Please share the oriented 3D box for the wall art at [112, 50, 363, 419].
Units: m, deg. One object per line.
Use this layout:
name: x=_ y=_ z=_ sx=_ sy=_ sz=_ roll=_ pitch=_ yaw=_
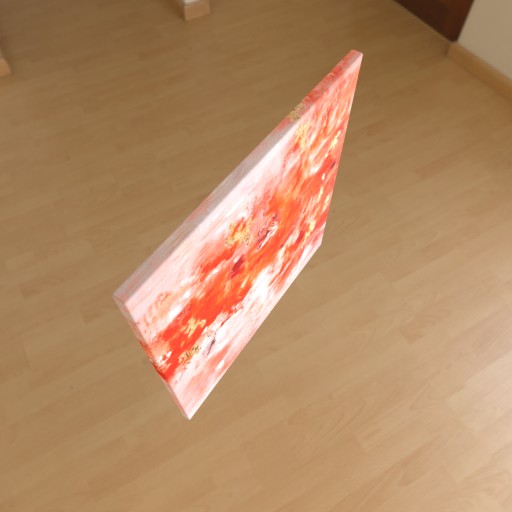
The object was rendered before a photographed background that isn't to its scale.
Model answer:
wall art: x=0.000 y=0.000 z=1.330 sx=0.066 sy=0.878 sz=0.878 roll=30 pitch=62 yaw=18
